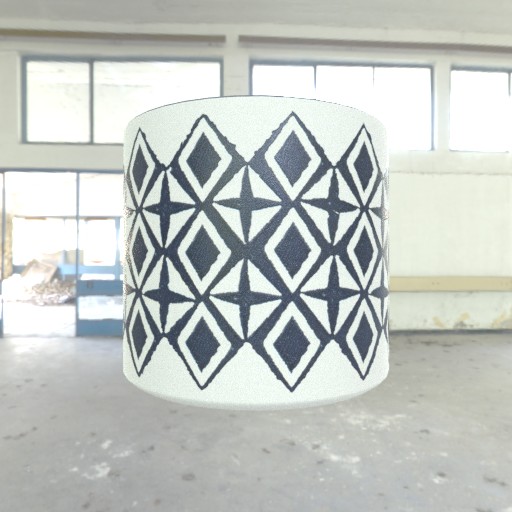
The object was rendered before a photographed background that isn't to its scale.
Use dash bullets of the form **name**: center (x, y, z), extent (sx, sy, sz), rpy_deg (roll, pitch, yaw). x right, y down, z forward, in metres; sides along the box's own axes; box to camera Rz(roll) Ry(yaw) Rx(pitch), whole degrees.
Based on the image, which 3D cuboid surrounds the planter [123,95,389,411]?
- **planter**: center (0.000, 0.000, 0.389), extent (0.224, 0.203, 0.224), rpy_deg (0, 0, 0)
